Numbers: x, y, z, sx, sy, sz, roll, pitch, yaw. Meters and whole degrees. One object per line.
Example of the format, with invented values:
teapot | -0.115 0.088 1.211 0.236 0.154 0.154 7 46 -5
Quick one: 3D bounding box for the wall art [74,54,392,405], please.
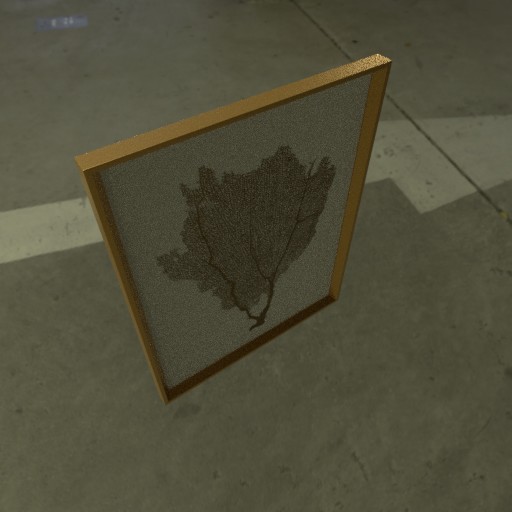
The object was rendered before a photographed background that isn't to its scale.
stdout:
wall art | 0.000 0.000 1.022 0.610 0.762 0.038 -27 53 -23
